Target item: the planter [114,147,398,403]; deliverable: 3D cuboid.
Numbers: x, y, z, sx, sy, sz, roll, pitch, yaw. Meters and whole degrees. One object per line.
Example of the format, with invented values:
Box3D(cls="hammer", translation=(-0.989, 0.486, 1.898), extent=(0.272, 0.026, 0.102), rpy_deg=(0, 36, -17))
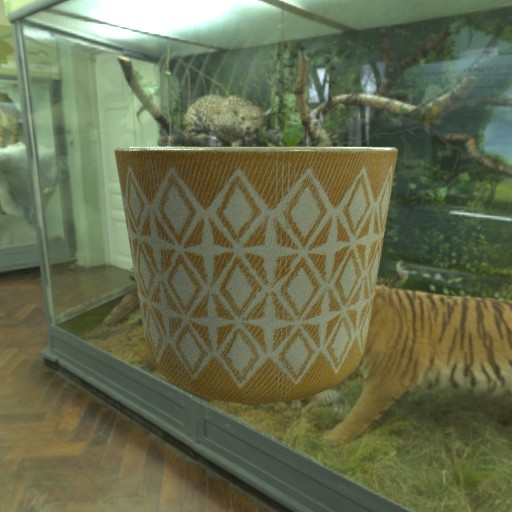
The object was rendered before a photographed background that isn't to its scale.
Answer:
Box3D(cls="planter", translation=(0.000, 0.000, 0.219), extent=(0.126, 0.104, 0.126), rpy_deg=(0, 14, 0))
